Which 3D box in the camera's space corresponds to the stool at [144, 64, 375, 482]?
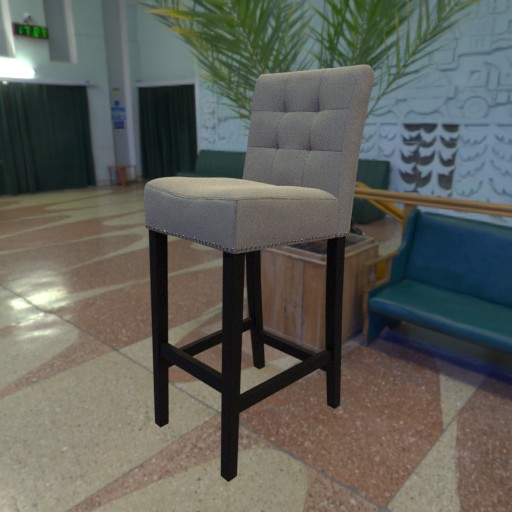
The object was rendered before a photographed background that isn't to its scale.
[{"bbox_3d":[0.000,0.000,1.300,0.411,1.047,0.548,16,23,42],"label":"stool"}]
